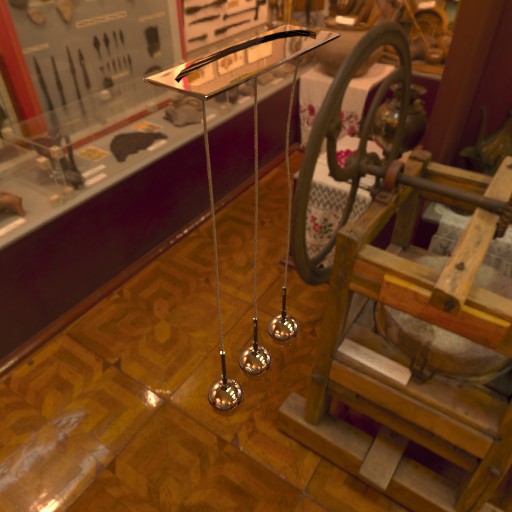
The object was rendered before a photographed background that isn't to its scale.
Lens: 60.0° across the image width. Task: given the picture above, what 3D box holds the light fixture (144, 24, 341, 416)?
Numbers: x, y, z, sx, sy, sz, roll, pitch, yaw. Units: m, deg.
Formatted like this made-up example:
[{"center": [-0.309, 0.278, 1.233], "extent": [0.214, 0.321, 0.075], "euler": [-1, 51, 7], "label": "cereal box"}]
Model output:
[{"center": [0.000, 0.000, 1.625], "extent": [0.188, 1.408, 0.623], "euler": [25, 46, 26], "label": "light fixture"}]
